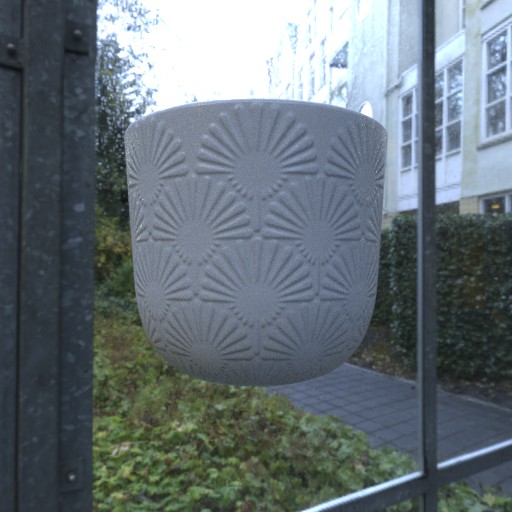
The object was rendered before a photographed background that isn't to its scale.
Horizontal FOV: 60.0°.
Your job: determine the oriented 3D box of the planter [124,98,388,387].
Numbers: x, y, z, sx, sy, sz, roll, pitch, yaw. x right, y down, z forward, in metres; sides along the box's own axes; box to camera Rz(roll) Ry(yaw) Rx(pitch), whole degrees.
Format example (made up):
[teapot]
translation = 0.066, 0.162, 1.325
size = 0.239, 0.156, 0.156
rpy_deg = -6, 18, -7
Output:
[planter]
translation = 0.000, 0.000, 0.297
size = 0.170, 0.152, 0.170
rpy_deg = 0, 0, 0
